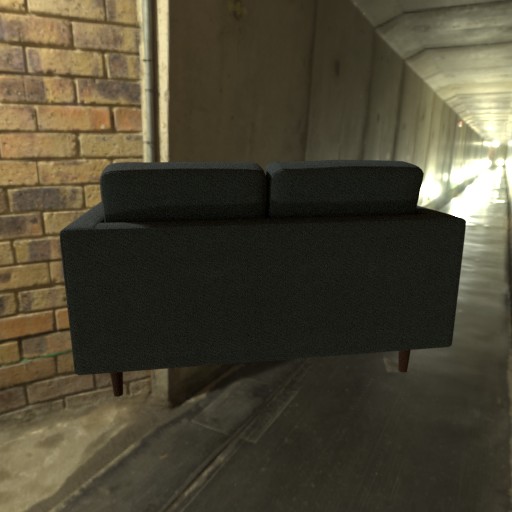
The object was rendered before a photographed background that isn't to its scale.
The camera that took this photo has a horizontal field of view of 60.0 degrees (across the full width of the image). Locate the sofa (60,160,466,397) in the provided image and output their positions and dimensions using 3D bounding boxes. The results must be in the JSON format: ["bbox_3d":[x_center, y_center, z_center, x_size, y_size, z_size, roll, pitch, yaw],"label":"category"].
[{"bbox_3d":[0.000,0.000,2.154,1.518,0.930,0.999,-2,15,-9],"label":"sofa"}]
